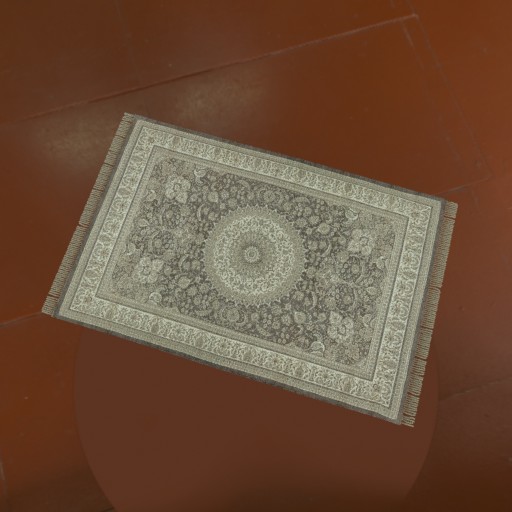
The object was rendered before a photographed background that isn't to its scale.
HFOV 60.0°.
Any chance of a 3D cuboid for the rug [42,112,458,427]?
[{"bbox_3d":[0.000,0.000,4.131,3.422,0.015,2.143,16,76,4],"label":"rug"}]
